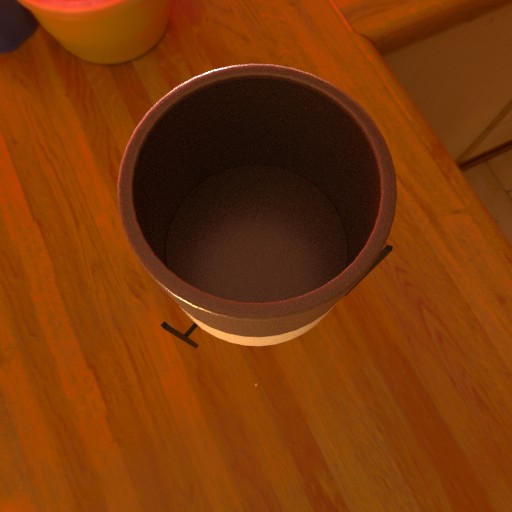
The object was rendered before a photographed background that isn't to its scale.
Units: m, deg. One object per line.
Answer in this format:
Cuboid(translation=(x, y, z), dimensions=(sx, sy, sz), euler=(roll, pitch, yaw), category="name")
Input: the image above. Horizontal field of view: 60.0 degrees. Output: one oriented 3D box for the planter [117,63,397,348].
Cuboid(translation=(0.000, 0.000, 0.531), dimensions=(0.250, 0.353, 0.260), euler=(33, 76, 9), category="planter")
